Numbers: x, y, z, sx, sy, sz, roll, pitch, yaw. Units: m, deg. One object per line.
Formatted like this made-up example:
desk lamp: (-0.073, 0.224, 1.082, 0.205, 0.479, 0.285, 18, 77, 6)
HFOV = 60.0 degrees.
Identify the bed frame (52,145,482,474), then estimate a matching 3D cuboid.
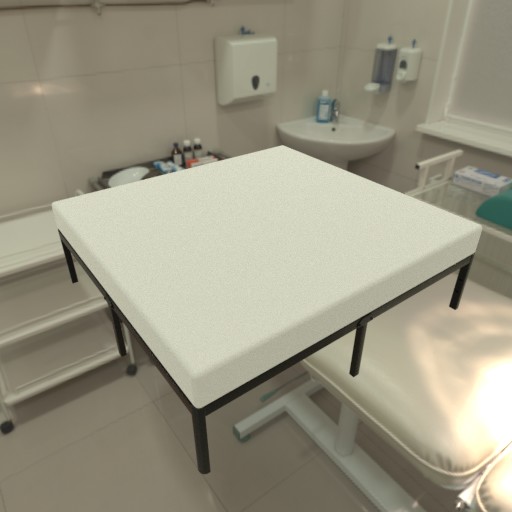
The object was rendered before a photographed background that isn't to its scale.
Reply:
bed frame: (0.000, 0.000, 3.055, 2.079, 0.659, 1.963, -22, 38, -30)
